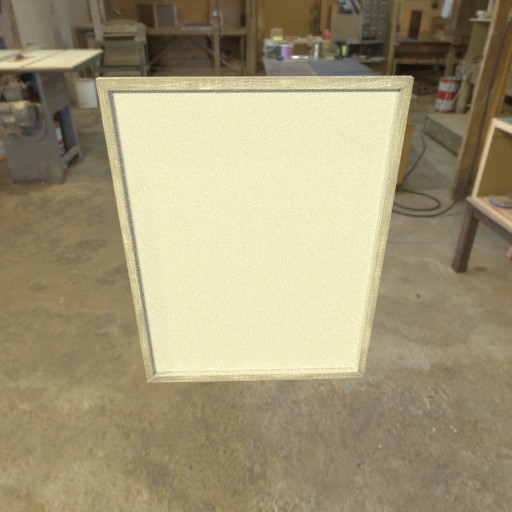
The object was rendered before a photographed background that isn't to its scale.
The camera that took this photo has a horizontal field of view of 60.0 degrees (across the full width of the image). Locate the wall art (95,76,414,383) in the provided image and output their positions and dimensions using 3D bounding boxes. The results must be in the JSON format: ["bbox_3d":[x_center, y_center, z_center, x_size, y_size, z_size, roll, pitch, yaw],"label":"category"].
[{"bbox_3d":[0.000,0.000,1.353,0.781,1.022,0.035,-1,30,-2],"label":"wall art"}]
